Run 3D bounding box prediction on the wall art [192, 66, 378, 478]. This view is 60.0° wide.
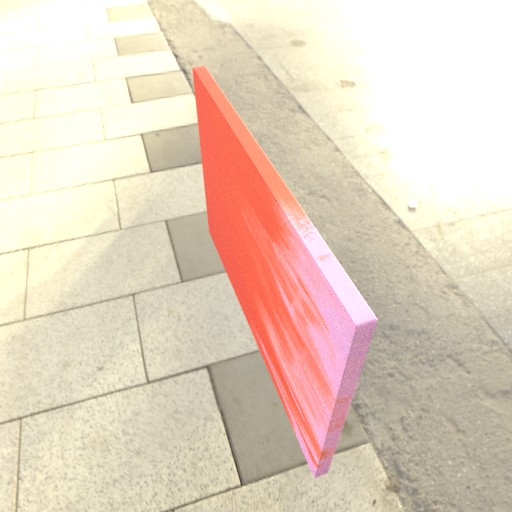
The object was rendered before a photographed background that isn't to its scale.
[{"bbox_3d":[0.000,0.000,1.128,0.040,0.609,0.913,-15,47,-14],"label":"wall art"}]
